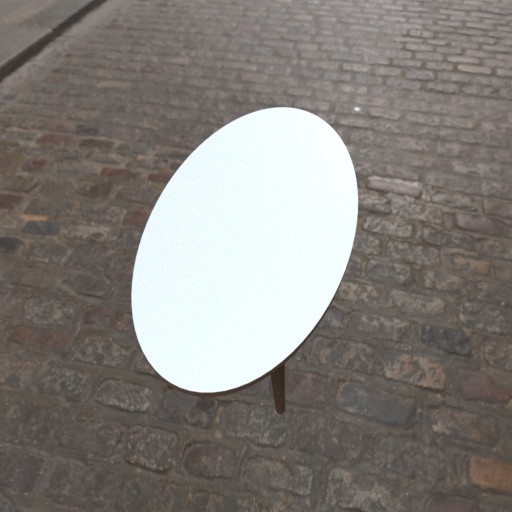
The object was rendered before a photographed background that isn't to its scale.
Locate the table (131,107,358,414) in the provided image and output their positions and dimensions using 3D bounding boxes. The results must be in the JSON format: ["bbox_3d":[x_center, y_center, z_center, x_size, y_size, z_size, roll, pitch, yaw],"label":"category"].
[{"bbox_3d":[0.000,0.000,1.344,0.542,0.390,1.083,10,48,9],"label":"table"}]
